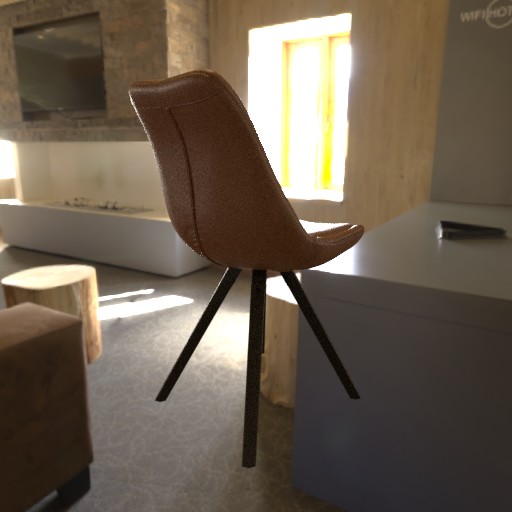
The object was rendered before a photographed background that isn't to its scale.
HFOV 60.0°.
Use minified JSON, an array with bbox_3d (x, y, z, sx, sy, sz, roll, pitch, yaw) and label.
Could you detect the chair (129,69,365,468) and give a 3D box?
[{"bbox_3d":[0.000,0.000,1.179,0.550,0.850,0.475,-13,19,-42],"label":"chair"}]
